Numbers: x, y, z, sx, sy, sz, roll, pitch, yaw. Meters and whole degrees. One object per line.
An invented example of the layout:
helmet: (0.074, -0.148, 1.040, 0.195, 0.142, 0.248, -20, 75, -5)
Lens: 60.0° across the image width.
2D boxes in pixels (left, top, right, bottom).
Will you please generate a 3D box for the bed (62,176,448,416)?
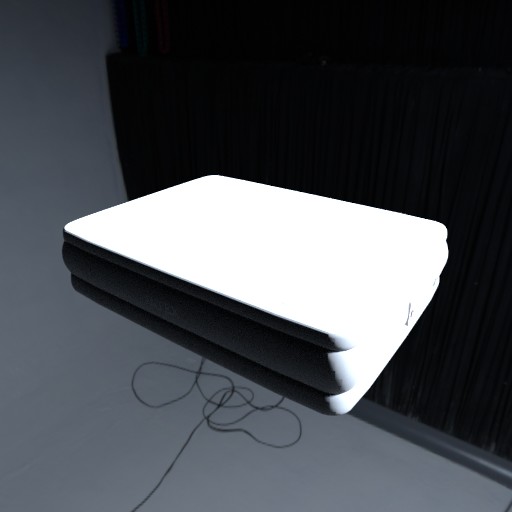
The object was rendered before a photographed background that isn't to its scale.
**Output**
bed: (0.000, 0.000, 2.767, 2.036, 0.460, 1.520, 18, 31, 32)
